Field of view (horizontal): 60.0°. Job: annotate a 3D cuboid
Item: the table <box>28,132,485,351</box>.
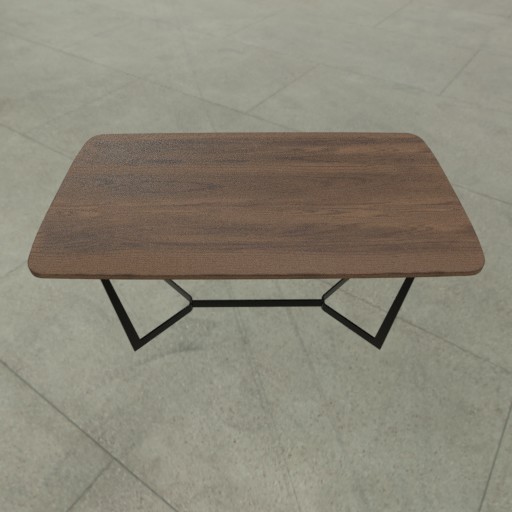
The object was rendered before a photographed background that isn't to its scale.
[{"bbox_3d":[0.000,0.000,2.107,1.643,0.765,0.949,0,45,0],"label":"table"}]
